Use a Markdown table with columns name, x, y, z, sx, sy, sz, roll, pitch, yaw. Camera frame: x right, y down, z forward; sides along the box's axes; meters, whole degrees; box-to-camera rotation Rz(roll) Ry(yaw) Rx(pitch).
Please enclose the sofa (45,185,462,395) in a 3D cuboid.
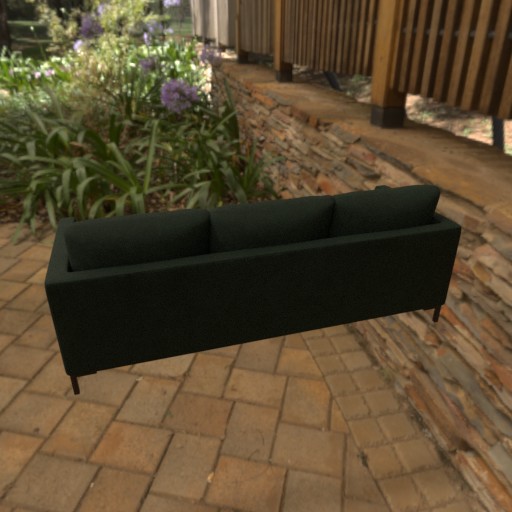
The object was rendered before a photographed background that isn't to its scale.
| name | x | y | z | sx | sy | sz | roll | pitch | yaw |
| --- | --- | --- | --- | --- | --- | --- | --- | --- | --- |
| sofa | 0.000 | 0.000 | 2.693 | 2.218 | 0.870 | 0.859 | -8 | 28 | -15 |
